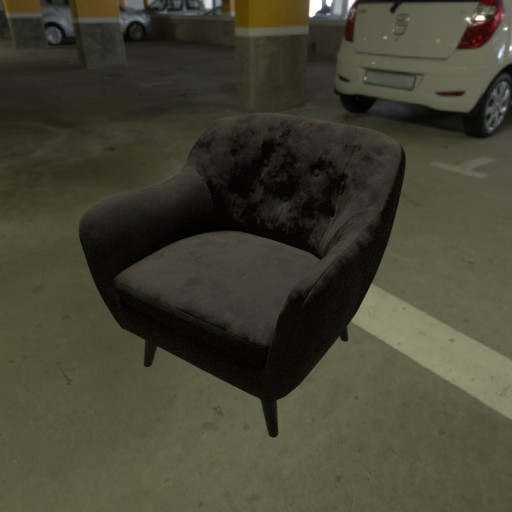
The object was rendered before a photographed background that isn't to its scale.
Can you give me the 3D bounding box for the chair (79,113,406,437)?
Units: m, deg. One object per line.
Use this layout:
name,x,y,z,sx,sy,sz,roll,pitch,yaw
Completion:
chair,0.000,0.000,1.541,0.840,0.807,0.819,18,34,29
